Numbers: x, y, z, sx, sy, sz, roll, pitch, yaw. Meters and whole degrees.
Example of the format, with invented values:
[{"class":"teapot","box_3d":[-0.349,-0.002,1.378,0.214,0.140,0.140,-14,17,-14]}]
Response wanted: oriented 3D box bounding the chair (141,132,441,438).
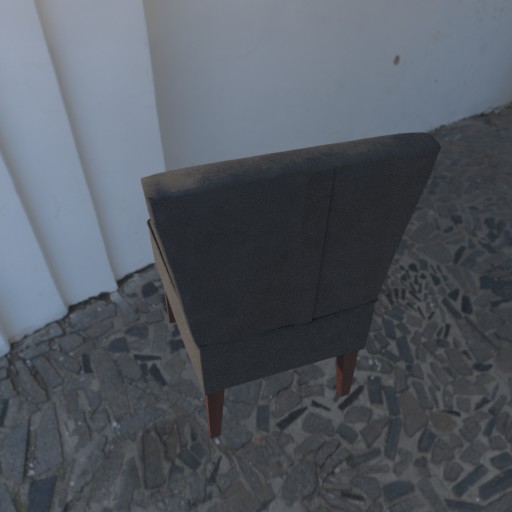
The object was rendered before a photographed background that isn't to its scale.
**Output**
[{"class":"chair","box_3d":[0.000,0.000,1.154,0.521,0.806,0.554,-12,41,-14]}]
